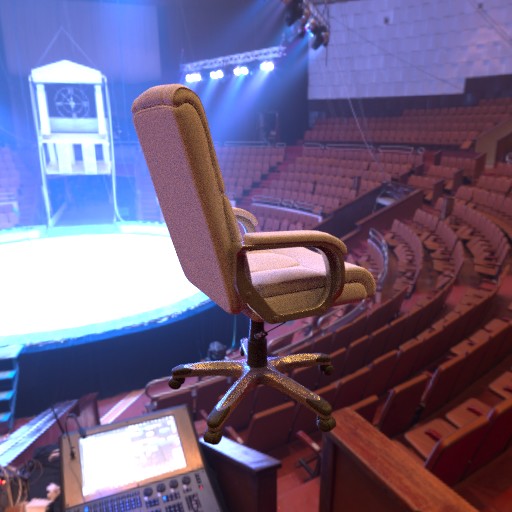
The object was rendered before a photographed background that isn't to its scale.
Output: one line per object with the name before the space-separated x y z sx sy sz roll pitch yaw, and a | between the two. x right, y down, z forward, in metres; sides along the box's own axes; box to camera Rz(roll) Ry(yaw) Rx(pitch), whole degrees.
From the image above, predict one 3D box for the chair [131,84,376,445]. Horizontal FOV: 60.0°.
chair | 0.000 0.000 1.610 0.738 1.120 0.687 -7 16 -27
